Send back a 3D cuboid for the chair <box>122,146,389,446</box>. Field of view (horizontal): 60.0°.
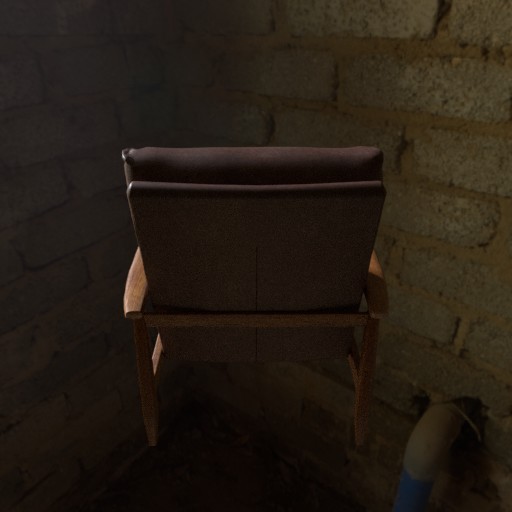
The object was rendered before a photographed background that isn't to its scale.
[{"bbox_3d":[0.000,0.000,1.517,0.782,0.897,0.830,0,29,0],"label":"chair"}]
